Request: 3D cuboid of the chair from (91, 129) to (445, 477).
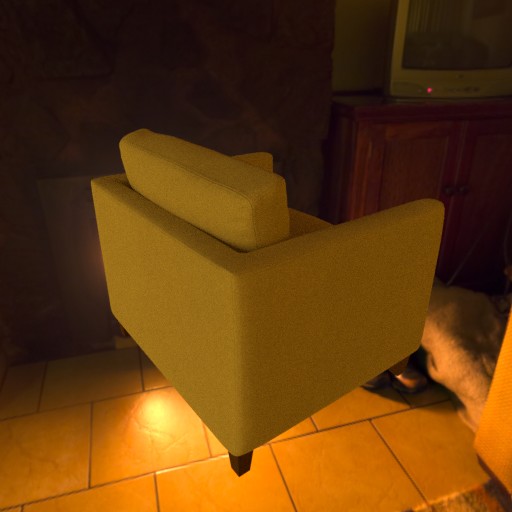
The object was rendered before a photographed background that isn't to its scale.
[{"bbox_3d":[0.000,0.000,1.820,0.959,0.961,1.107,-18,30,-33],"label":"chair"}]
